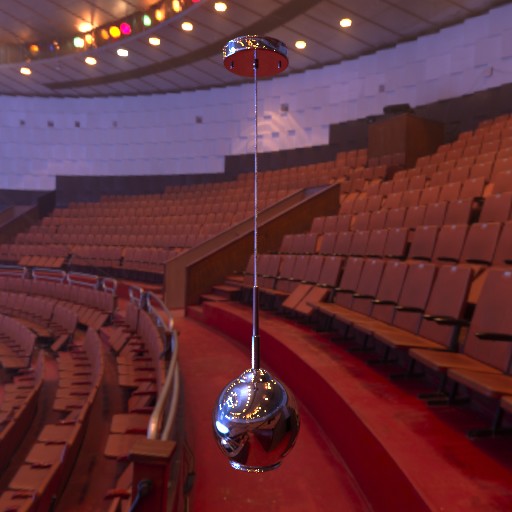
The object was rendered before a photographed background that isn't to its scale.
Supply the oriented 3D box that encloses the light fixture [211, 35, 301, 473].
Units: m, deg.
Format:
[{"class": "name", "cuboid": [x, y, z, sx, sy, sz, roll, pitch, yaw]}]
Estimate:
[{"class": "light fixture", "cuboid": [0.000, 0.000, 1.670, 0.336, 1.538, 0.336, 0, 0, 0]}]
